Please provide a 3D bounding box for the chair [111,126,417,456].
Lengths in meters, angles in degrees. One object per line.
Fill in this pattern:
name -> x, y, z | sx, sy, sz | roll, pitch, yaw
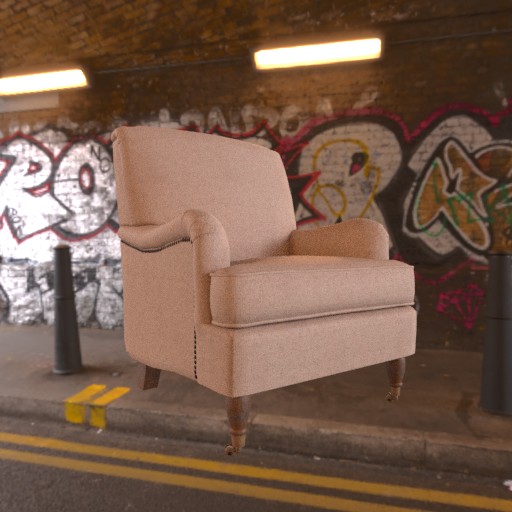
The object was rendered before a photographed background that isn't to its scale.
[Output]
chair -> 0.000, 0.000, 1.777 | 0.879, 1.119, 0.953 | -1, 2, -37
